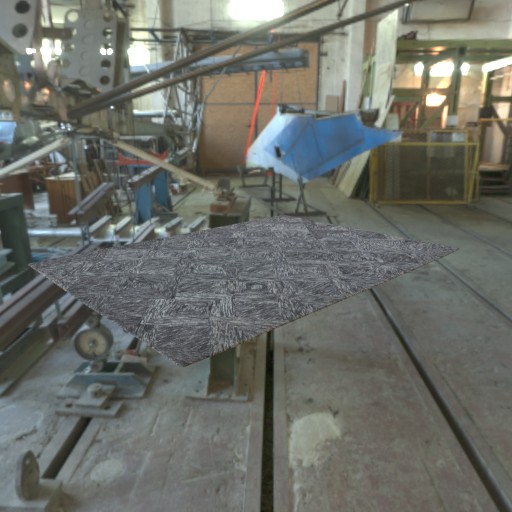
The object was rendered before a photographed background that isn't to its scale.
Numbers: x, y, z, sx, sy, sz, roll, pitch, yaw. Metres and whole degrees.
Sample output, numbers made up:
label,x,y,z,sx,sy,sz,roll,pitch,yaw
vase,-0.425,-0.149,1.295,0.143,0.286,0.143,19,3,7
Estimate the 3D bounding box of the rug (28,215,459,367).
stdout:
label,x,y,z,sx,sy,sz,roll,pitch,yaw
rug,0.000,0.000,5.125,4.093,0.020,2.997,-15,22,-41
